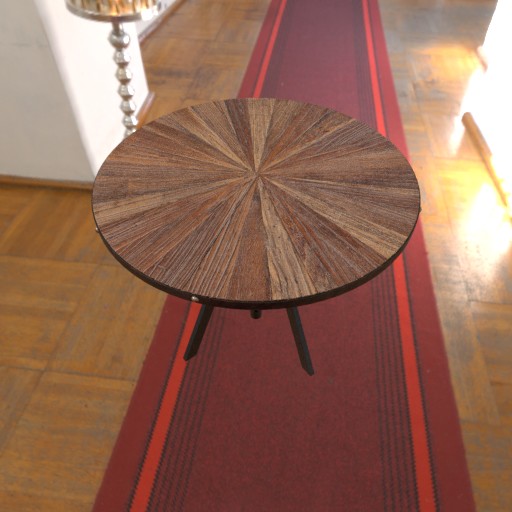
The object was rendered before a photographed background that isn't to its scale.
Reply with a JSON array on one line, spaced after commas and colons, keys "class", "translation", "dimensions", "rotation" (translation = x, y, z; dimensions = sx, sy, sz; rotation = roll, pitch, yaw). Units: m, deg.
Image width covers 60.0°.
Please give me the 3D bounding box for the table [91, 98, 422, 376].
[{"class": "table", "translation": [0.000, 0.000, 1.465], "dimensions": [0.885, 0.658, 0.885], "rotation": [0, 47, 0]}]
